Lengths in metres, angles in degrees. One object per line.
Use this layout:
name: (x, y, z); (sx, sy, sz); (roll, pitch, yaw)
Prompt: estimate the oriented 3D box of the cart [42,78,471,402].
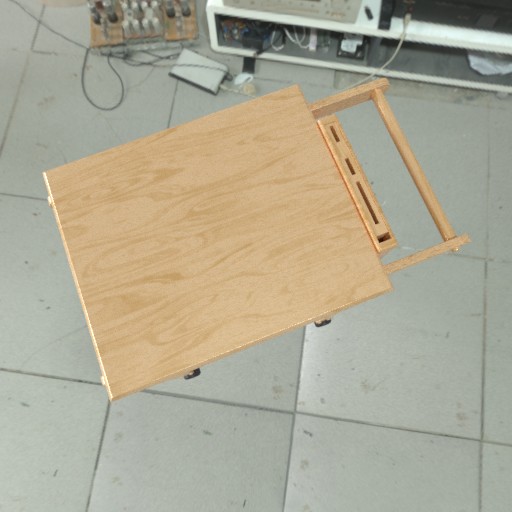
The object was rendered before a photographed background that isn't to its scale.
cart: (0.000, 0.000, 1.340); (0.843, 0.816, 0.520); (-21, 77, -5)
